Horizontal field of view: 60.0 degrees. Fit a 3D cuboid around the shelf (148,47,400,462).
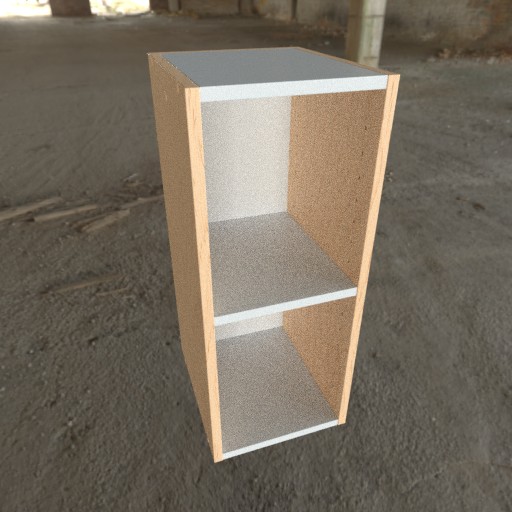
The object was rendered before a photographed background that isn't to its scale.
[{"bbox_3d":[0.000,0.000,0.742,0.250,0.600,0.290,-10,33,-16],"label":"shelf"}]
